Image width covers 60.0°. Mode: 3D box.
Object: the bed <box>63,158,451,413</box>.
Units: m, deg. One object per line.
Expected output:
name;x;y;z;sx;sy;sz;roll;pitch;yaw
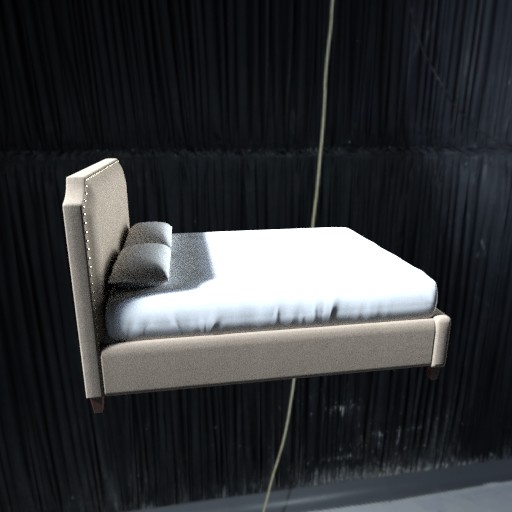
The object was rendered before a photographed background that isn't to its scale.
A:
bed;0.000;0.000;3.447;2.329;1.415;1.703;-3;17;-9
